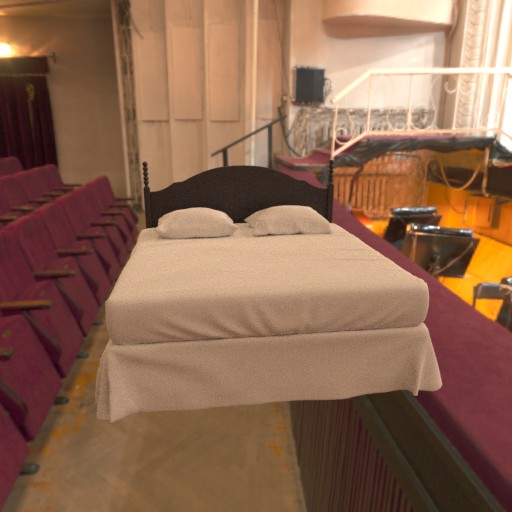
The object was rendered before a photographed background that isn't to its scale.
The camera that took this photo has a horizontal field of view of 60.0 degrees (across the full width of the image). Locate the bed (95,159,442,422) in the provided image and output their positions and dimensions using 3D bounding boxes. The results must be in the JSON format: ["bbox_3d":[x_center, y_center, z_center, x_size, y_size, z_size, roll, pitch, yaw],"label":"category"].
[{"bbox_3d":[0.000,0.000,3.560,2.322,1.355,2.219,-2,16,-8],"label":"bed"}]
